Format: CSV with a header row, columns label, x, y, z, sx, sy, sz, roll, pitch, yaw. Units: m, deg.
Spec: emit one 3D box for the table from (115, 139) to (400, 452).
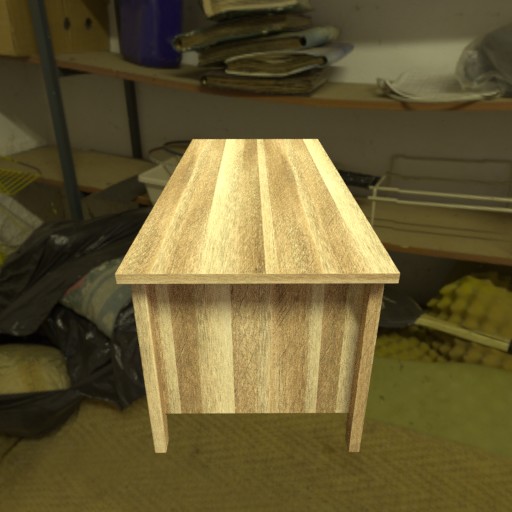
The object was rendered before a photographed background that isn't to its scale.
label,x,y,z,sx,sy,sz,roll,pitch,yaw
table,0.000,0.000,1.361,0.493,0.480,1.095,0,27,0
